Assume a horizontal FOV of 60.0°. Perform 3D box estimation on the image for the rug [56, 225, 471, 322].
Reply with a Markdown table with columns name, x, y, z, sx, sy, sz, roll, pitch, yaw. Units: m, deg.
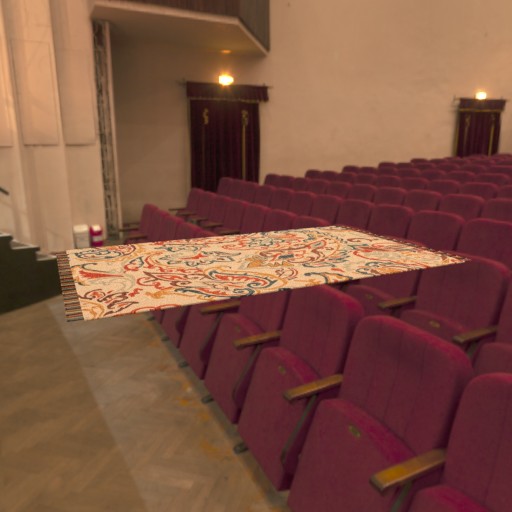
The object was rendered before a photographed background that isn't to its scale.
| name | x | y | z | sx | sy | sz | roll | pitch | yaw |
| --- | --- | --- | --- | --- | --- | --- | --- | --- | --- |
| rug | 0.000 | 0.000 | 3.177 | 2.584 | 0.010 | 1.523 | -7 | 15 | -25 |
